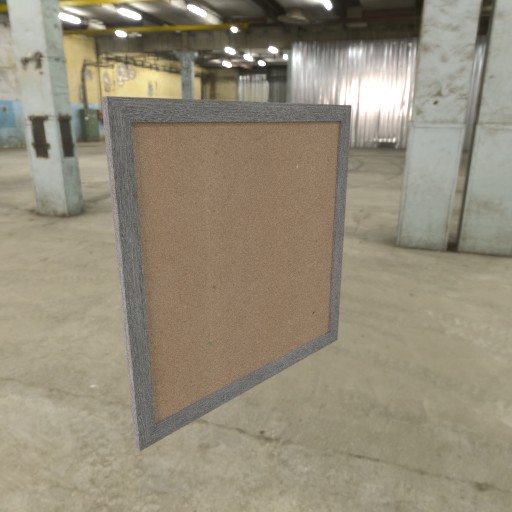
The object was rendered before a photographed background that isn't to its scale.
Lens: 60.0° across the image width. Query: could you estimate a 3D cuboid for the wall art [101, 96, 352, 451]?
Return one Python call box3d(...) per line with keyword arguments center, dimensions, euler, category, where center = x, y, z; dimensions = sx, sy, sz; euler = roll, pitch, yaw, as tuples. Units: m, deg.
box3d(center=(0.000, 0.000, 1.042), dimensions=(0.685, 0.685, 0.020), euler=(-16, 23, -42), category="wall art")
